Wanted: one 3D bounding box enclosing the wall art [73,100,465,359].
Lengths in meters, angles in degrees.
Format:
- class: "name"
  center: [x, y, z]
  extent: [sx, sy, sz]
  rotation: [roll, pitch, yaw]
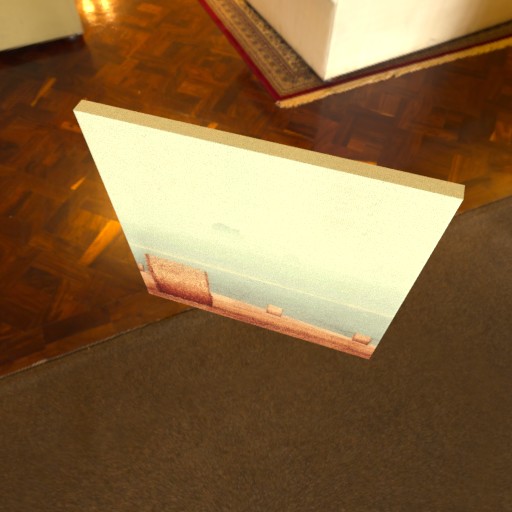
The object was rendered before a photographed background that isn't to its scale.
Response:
- class: "wall art"
  center: [0.000, 0.000, 0.916]
  extent: [0.605, 0.605, 0.034]
  rotation: [15, 58, 10]
